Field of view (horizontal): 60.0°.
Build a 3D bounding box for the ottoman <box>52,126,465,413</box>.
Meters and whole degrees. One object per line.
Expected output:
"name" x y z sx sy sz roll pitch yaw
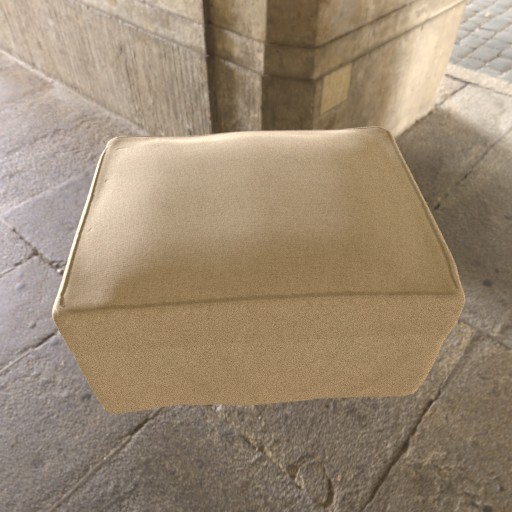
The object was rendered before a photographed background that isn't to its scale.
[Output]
"ottoman" 0.000 0.000 1.206 0.833 0.485 0.650 -3 47 -2
